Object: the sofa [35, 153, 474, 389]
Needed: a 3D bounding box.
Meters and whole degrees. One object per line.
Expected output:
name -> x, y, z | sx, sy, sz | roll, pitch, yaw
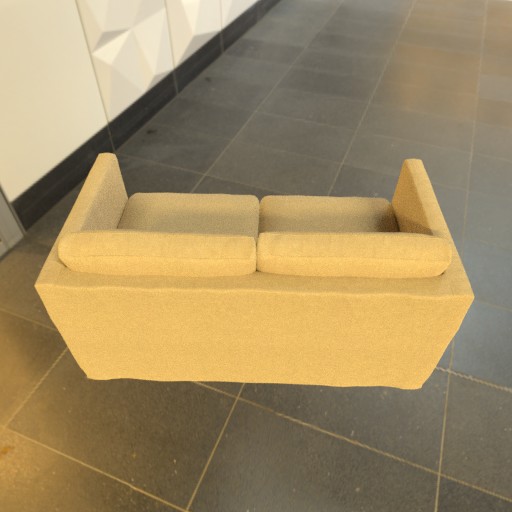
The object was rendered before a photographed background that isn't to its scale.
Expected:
sofa -> 0.000, 0.000, 2.214 | 1.719, 0.835, 0.962 | 1, 46, 1
